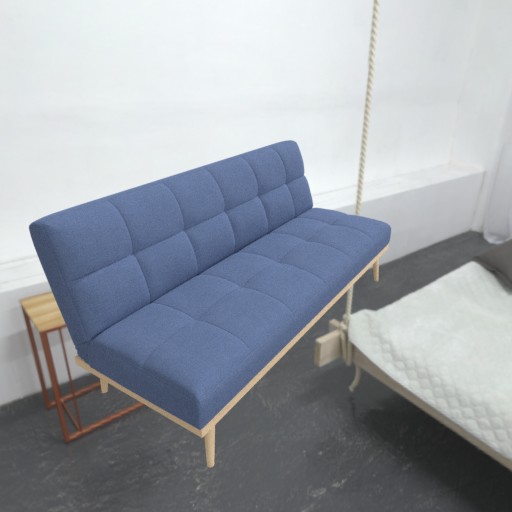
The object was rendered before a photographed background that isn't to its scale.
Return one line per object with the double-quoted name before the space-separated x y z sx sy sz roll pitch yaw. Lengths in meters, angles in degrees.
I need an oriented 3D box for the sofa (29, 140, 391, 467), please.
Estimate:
"sofa" 0.000 0.000 2.196 0.796 0.800 1.800 16 30 30
